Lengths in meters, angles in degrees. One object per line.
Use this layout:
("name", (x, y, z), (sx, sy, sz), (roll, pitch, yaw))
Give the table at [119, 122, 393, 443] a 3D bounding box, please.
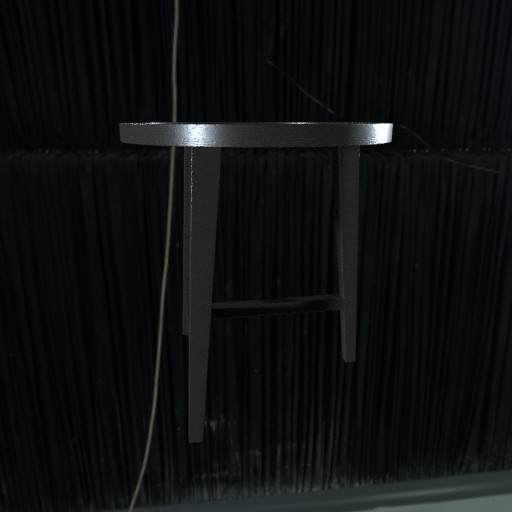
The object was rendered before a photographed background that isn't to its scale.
("table", (0.000, 0.000, 0.923), (0.500, 0.531, 0.500), (0, 17, 0))
